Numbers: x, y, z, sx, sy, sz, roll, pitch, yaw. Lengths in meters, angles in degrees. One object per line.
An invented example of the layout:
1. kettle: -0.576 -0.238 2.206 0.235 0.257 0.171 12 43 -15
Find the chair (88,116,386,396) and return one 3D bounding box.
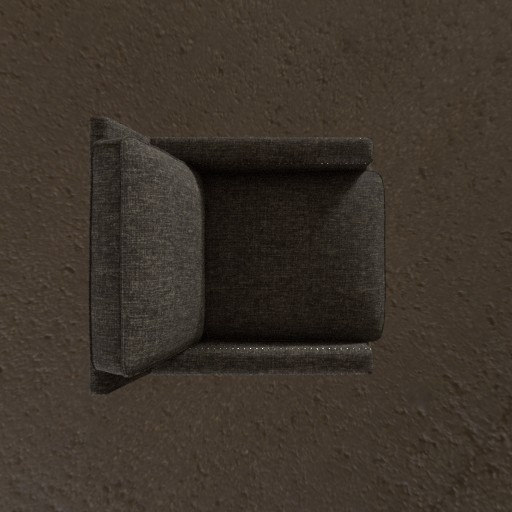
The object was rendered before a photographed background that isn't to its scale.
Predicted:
1. chair: 0.000 0.000 1.665 1.014 0.943 0.853 0 90 0
